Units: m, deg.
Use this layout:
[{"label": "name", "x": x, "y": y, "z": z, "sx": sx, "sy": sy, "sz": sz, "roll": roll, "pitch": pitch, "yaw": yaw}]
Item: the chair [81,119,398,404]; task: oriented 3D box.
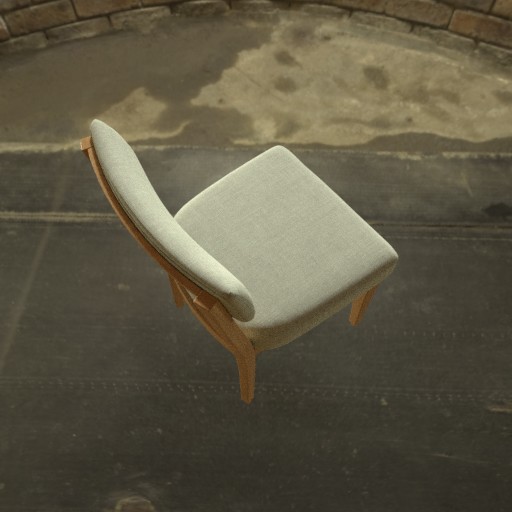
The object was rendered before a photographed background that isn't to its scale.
[{"label": "chair", "x": 0.000, "y": 0.000, "z": 1.184, "sx": 0.572, "sy": 0.832, "sz": 0.508, "roll": -32, "pitch": 64, "yaw": -18}]
